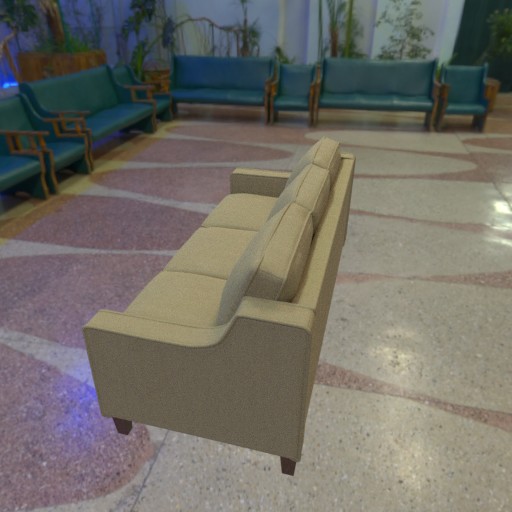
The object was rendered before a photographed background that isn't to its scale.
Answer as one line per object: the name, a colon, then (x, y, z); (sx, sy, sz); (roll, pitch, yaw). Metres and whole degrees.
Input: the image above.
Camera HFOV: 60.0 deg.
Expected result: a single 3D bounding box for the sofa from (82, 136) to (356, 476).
sofa: (0.000, 0.000, 2.526); (0.911, 0.974, 1.986); (8, 30, 13)
